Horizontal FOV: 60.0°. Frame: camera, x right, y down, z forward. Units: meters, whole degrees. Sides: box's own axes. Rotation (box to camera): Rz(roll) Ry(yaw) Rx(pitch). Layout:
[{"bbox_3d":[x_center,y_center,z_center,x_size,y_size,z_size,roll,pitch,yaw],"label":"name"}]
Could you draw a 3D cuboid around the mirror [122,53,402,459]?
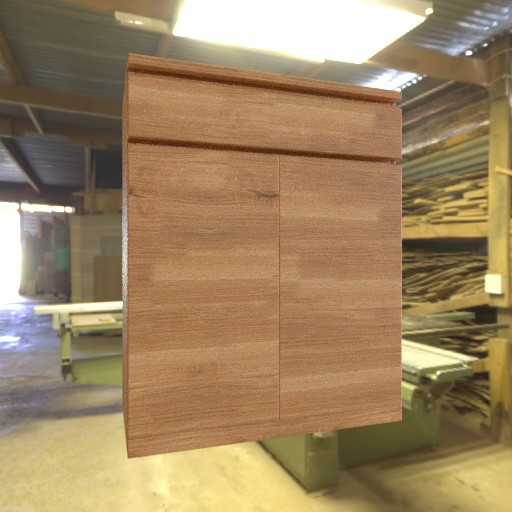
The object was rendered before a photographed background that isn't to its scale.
[{"bbox_3d":[0.000,0.000,1.407,0.800,1.000,0.400,0,0,-19],"label":"mirror"}]
